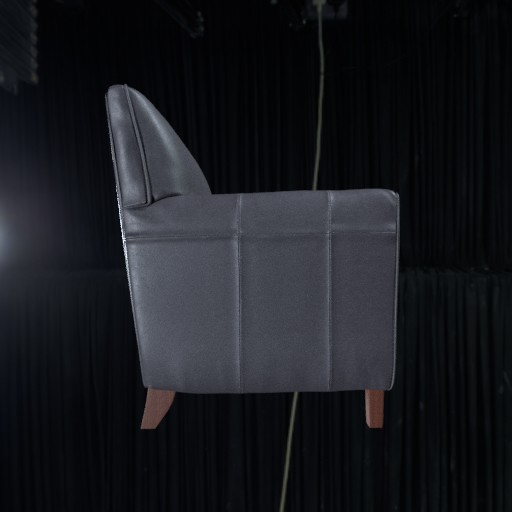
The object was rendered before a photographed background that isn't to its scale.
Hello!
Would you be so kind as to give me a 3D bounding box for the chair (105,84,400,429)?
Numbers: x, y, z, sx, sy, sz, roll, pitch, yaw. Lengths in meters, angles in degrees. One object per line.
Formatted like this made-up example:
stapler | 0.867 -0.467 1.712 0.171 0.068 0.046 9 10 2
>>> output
chair | 0.000 0.000 1.591 0.825 0.943 0.870 0 1 0
